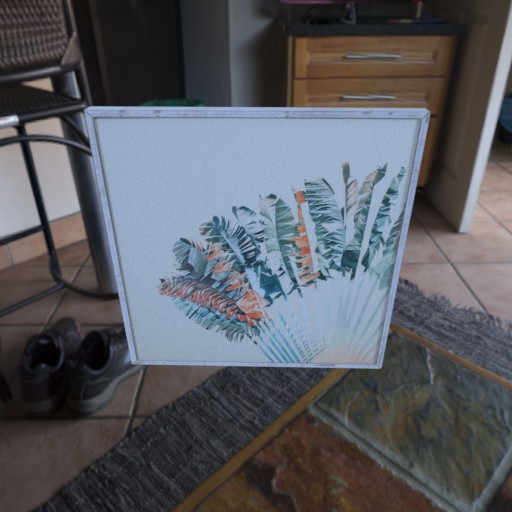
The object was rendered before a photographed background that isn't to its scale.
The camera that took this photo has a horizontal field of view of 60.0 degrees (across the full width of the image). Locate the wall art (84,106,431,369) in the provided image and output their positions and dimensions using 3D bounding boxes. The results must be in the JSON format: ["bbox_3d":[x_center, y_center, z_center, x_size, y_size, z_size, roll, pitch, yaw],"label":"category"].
[{"bbox_3d":[0.000,0.000,1.177,0.760,0.757,0.038,1,30,1],"label":"wall art"}]
